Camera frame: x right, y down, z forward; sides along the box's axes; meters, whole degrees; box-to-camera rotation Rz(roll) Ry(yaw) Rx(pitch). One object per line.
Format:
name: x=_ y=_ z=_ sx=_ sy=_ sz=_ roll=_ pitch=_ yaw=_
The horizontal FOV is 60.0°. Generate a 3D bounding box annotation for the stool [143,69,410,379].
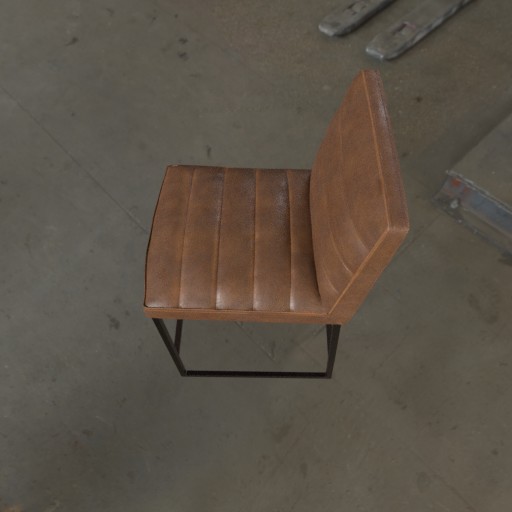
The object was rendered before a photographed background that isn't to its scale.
stool: x=0.000 y=0.000 z=1.273 sx=0.562 sy=0.942 sz=0.463 roll=1 pitch=59 yaw=0
